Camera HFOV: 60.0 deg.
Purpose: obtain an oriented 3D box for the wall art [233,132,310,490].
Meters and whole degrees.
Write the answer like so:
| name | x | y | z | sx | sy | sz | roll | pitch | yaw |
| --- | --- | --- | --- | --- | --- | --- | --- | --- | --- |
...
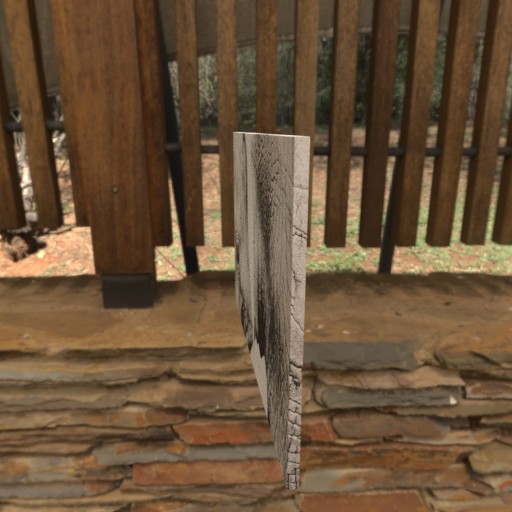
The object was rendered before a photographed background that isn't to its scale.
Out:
| name | x | y | z | sx | sy | sz | roll | pitch | yaw |
| --- | --- | --- | --- | --- | --- | --- | --- | --- | --- |
| wall art | 0.000 | 0.000 | 1.140 | 0.023 | 0.607 | 0.914 | -2 | 16 | -8 |
